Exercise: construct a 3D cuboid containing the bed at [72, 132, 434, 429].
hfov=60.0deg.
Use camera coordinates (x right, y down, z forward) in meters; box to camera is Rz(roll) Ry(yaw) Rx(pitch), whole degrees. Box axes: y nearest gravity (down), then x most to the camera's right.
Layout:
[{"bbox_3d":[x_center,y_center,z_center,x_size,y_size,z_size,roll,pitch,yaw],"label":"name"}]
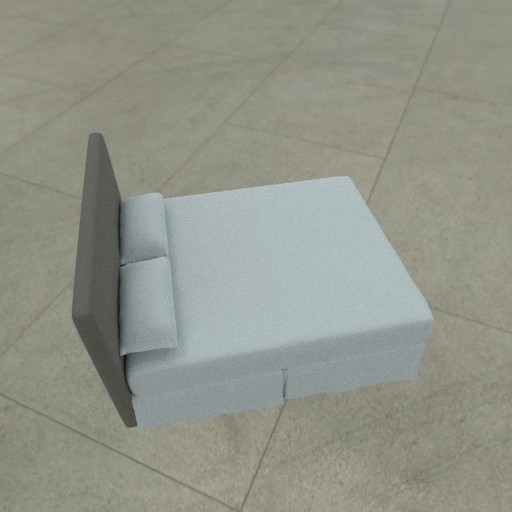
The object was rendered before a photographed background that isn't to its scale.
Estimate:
[{"bbox_3d":[0.000,0.000,3.231,2.142,1.330,1.748,-9,47,-8],"label":"bed"}]
